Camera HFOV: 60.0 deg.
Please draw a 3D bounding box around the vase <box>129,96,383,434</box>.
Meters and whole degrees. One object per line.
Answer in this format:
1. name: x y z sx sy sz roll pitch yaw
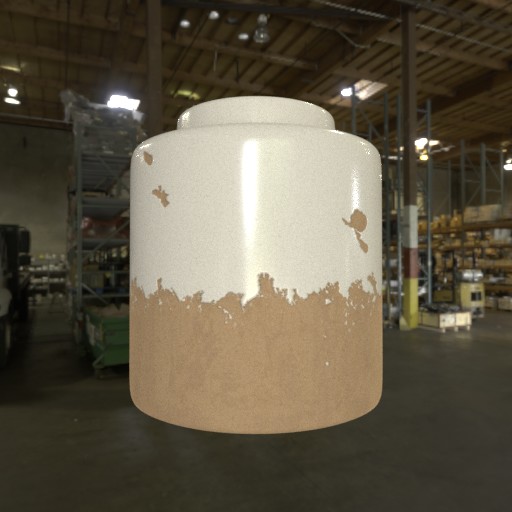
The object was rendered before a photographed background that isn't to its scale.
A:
1. vase: 0.000 0.000 0.279 0.153 0.167 0.153 0 -1 0
